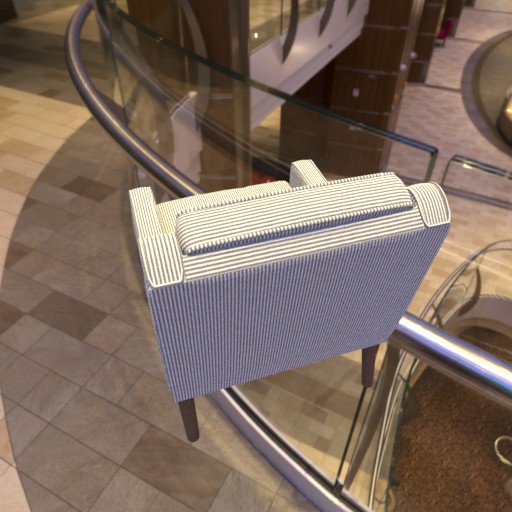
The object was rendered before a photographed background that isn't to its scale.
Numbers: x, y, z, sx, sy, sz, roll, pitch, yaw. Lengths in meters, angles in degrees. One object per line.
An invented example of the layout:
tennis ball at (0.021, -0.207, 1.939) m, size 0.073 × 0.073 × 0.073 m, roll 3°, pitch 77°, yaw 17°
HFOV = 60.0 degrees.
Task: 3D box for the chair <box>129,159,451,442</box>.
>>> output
chair at (0.000, 0.000, 1.337) m, size 0.663 × 0.792 × 0.743 m, roll -12°, pitch 43°, yaw -14°
